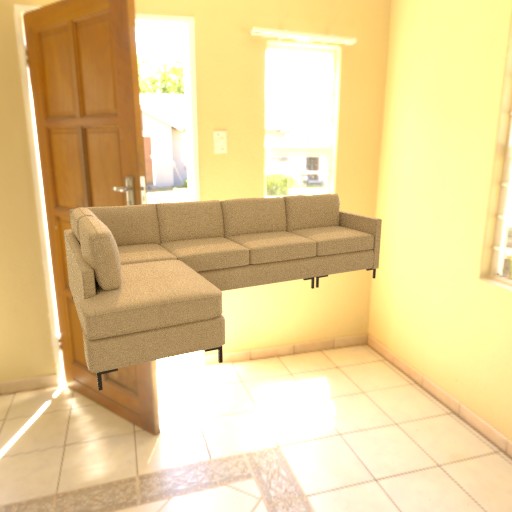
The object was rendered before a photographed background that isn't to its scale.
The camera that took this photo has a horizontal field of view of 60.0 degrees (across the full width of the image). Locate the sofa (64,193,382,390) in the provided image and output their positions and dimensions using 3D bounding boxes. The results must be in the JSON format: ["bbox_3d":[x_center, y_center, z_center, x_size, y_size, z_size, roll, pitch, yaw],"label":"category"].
[{"bbox_3d":[0.000,0.000,4.339,3.384,0.996,2.048,-7,15,-26],"label":"sofa"}]
